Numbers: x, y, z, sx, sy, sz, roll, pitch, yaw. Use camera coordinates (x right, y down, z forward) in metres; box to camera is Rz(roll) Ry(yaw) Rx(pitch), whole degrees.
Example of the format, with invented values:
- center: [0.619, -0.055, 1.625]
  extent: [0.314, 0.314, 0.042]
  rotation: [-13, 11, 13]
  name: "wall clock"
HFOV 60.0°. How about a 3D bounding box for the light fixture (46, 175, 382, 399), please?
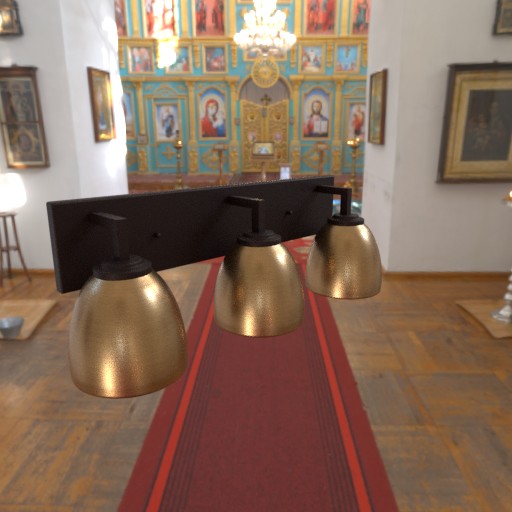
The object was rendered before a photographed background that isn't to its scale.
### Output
- center: [0.000, 0.000, 0.678]
  extent: [0.582, 0.204, 0.157]
  rotation: [-14, 21, -42]
  name: "light fixture"
